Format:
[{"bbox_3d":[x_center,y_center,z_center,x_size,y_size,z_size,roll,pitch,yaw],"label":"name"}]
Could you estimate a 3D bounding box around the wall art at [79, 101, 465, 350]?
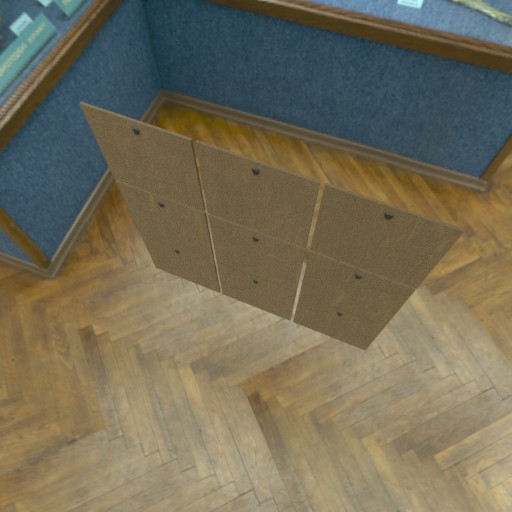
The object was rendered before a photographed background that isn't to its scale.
[{"bbox_3d":[0.000,0.000,2.310,1.526,1.522,0.023,20,65,10],"label":"wall art"}]
